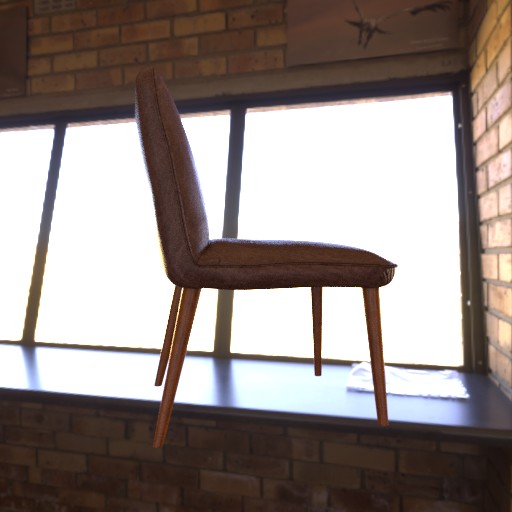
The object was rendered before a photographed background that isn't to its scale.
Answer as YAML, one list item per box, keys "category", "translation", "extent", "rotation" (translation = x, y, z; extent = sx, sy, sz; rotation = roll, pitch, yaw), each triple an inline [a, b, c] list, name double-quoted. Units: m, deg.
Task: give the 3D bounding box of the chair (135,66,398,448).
- category: "chair"
  translation: [0.000, 0.000, 1.203]
  extent: [0.645, 0.803, 0.543]
  rotation: [0, 0, -17]
